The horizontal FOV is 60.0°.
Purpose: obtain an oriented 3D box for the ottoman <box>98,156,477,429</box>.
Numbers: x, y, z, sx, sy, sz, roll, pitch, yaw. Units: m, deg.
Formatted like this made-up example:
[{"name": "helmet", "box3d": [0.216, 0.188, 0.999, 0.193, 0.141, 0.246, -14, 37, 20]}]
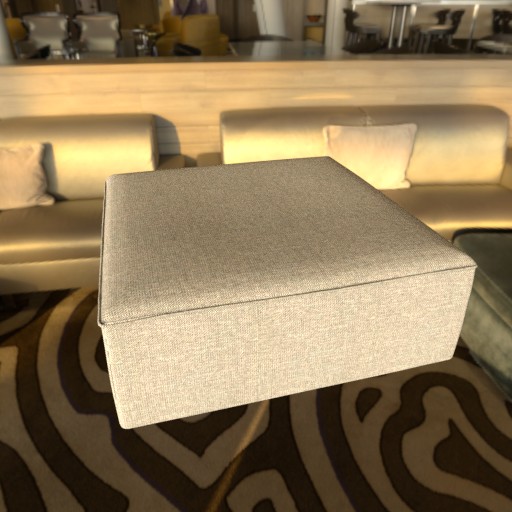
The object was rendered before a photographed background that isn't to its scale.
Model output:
[{"name": "ottoman", "box3d": [0.000, 0.000, 1.591, 1.023, 0.423, 1.017, -7, 31, -13]}]
